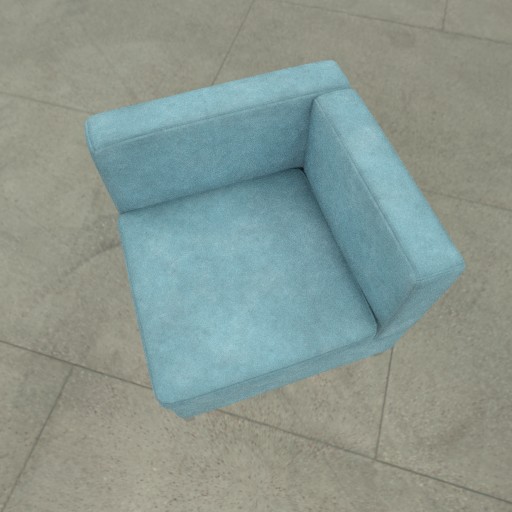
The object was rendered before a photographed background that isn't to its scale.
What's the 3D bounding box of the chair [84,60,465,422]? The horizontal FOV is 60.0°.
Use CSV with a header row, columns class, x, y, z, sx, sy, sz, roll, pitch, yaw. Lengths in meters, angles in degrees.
class,x,y,z,sx,sy,sz,roll,pitch,yaw
chair,0.000,0.000,1.234,0.691,0.660,0.684,-17,63,-9
